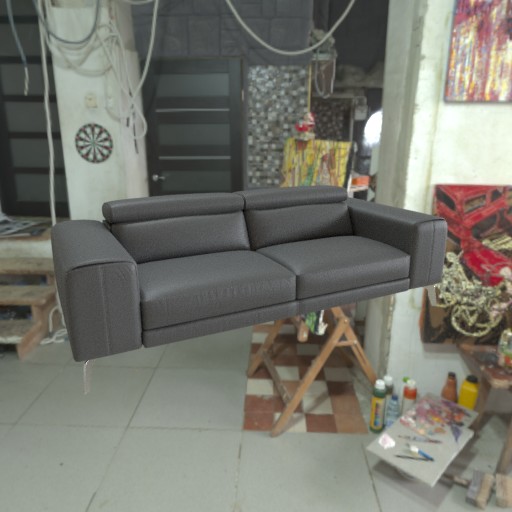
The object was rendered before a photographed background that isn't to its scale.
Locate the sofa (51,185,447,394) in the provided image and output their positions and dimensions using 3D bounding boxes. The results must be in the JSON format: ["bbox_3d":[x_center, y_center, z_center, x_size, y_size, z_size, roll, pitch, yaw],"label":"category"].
[{"bbox_3d":[0.000,0.000,2.834,2.321,0.759,1.023,-8,18,-26],"label":"sofa"}]
